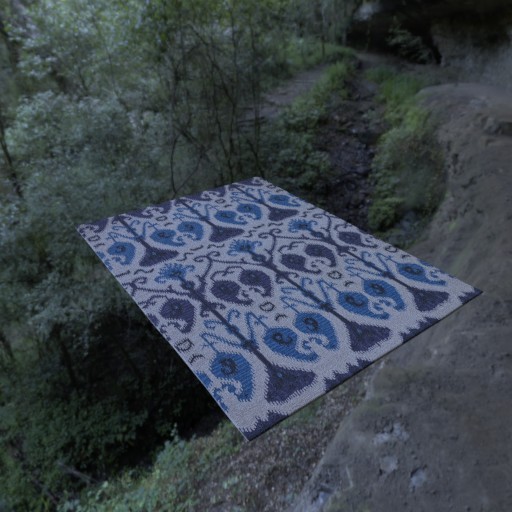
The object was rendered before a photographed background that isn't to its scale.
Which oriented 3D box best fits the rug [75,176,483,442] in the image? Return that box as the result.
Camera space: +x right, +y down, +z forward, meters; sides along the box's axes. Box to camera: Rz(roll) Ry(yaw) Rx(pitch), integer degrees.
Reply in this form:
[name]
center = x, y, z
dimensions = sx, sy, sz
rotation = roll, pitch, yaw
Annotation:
[rug]
center = 0.000, 0.000, 4.249
dimensions = 2.443, 0.024, 3.228
rotation = -21, 38, -30
